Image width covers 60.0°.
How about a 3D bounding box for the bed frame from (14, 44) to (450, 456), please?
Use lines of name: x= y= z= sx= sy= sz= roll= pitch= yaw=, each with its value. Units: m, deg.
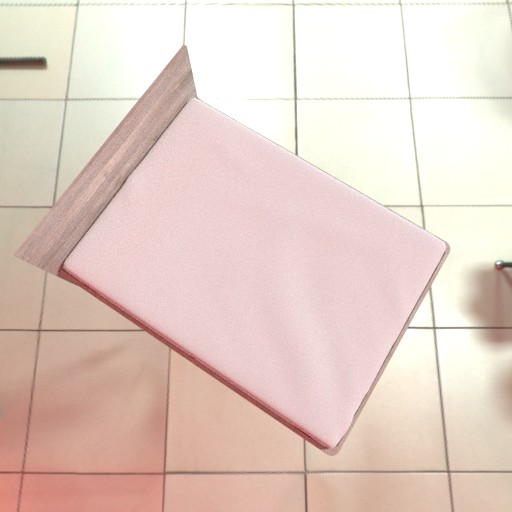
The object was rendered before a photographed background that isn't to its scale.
bed frame: x=0.000 y=0.000 z=2.649 sx=1.950 sy=0.800 sz=1.490 roll=32 pitch=78 yaw=8
